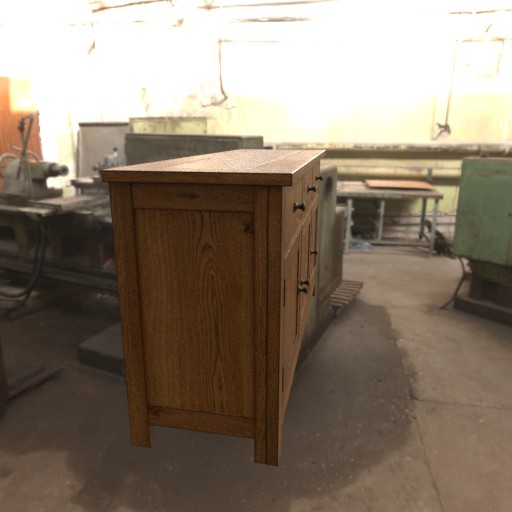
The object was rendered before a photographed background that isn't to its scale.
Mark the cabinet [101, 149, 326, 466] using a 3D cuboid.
[{"bbox_3d":[0.000,0.000,1.848,0.480,0.813,1.474,3,16,11],"label":"cabinet"}]
